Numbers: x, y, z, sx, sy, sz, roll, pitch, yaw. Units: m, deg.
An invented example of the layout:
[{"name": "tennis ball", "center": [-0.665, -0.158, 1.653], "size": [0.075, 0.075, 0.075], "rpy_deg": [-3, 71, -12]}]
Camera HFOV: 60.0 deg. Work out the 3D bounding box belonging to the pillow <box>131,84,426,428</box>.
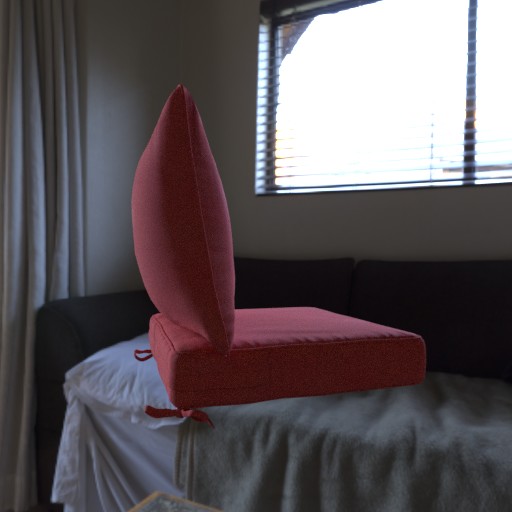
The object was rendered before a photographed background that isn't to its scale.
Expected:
[{"name": "pillow", "center": [0.000, 0.000, 1.355], "size": [0.733, 0.725, 0.798], "rpy_deg": [0, 0, -18]}]
